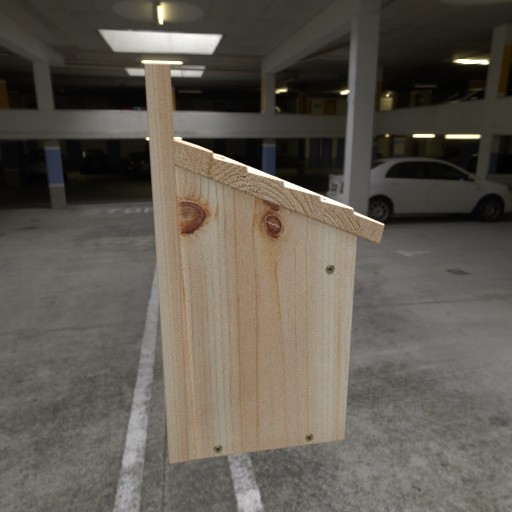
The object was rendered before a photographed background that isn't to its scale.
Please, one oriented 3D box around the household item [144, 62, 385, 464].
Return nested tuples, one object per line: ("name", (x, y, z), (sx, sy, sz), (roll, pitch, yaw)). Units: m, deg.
("household item", (0.000, 0.000, 0.402), (0.171, 0.300, 0.149), (-3, 16, -10))
